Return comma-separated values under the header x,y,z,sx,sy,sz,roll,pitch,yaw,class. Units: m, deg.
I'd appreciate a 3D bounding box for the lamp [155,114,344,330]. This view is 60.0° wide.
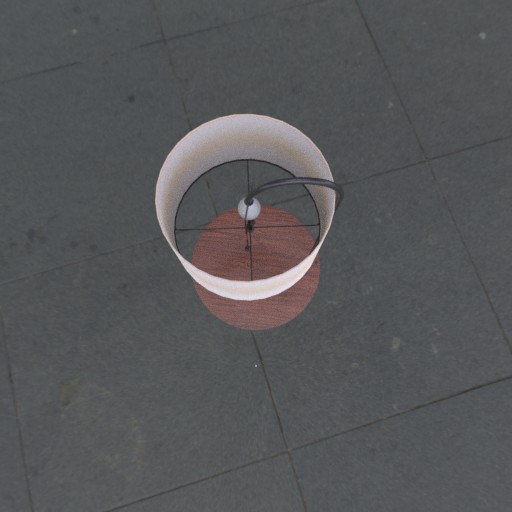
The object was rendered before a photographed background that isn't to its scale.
x,y,z,sx,sy,sz,roll,pitch,yaw,class
0.000,0.000,1.811,0.573,1.517,0.573,0,76,0,lamp
